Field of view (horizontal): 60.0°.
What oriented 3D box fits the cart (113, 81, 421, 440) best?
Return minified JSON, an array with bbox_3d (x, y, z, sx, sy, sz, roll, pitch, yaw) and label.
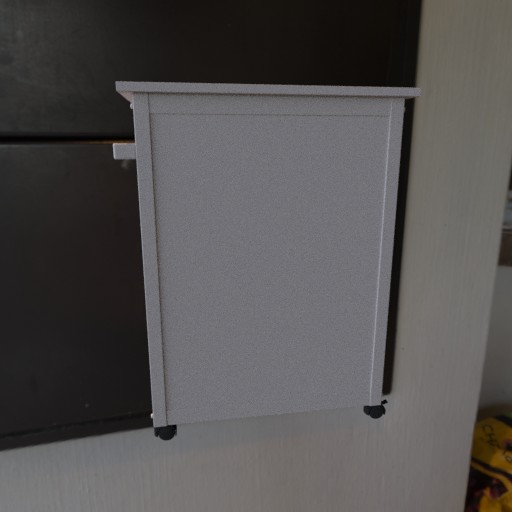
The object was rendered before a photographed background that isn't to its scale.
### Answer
[{"bbox_3d":[0.000,0.000,1.262,0.683,0.864,0.442,-2,14,-9],"label":"cart"}]
